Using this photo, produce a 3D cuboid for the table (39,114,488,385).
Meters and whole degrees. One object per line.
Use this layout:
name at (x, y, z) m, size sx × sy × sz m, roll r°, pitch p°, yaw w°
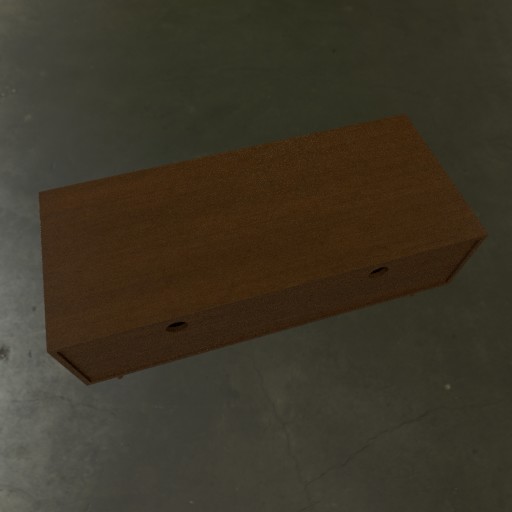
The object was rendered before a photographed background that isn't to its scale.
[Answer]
table at (0.000, 0.000, 1.393) m, size 1.119 × 0.464 × 0.490 m, roll -14°, pitch 60°, yaw -9°
